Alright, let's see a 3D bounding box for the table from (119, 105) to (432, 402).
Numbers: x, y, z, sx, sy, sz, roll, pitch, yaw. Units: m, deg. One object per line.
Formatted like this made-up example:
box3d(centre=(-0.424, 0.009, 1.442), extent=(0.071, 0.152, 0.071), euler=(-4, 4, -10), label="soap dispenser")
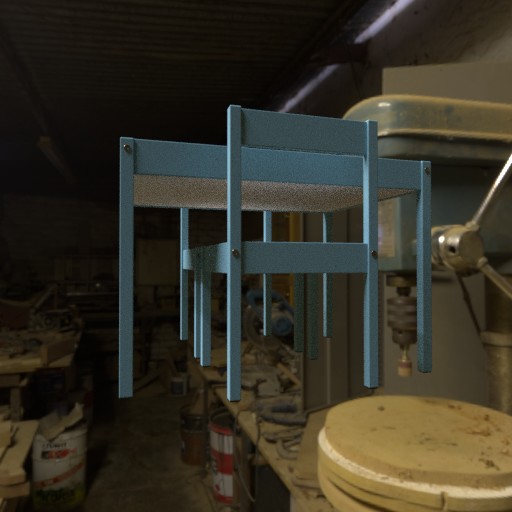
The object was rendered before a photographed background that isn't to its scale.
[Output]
box3d(centre=(0.000, 0.000, 1.089), extent=(0.639, 0.503, 0.633), euler=(0, -1, -17), label="table")
